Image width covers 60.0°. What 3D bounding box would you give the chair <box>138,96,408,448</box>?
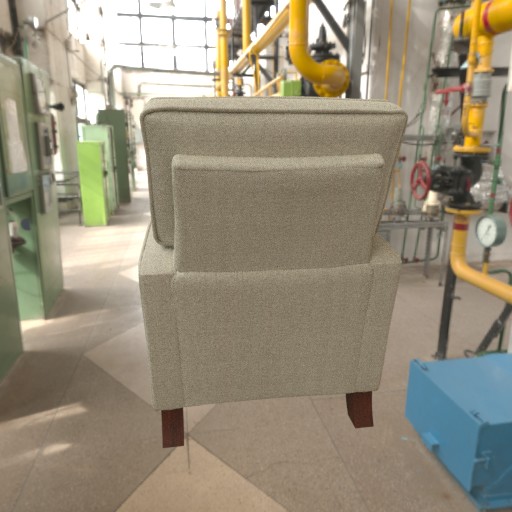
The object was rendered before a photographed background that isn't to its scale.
[{"bbox_3d":[0.000,0.000,1.369,0.648,0.888,0.754,-2,15,-9],"label":"chair"}]
